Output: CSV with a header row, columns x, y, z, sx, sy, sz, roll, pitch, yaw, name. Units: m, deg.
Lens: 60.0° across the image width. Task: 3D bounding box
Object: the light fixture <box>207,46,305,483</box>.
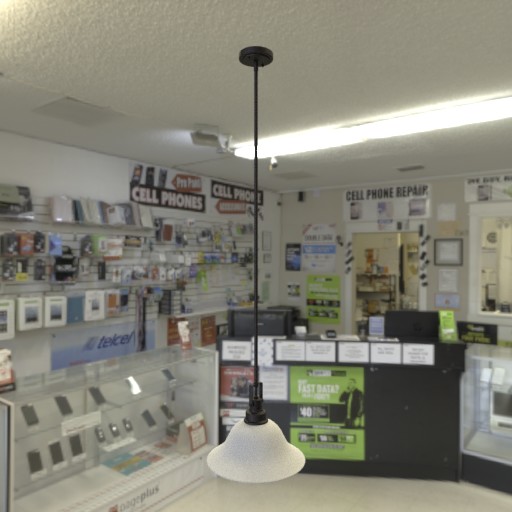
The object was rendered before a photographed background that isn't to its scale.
x,y,z,sx,sy,sz,roll,pitch,yaw,name
0.000,0.000,1.465,0.324,1.337,0.324,0,0,39,light fixture
